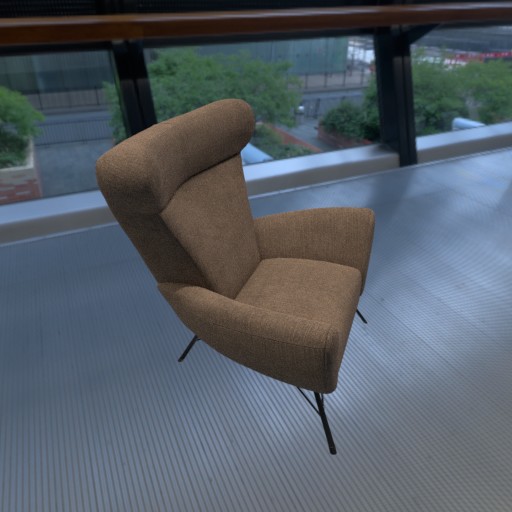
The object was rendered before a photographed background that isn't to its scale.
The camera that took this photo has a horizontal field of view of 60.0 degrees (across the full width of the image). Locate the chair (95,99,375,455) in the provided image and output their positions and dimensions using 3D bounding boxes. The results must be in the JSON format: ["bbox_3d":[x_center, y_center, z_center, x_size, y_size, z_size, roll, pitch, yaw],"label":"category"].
[{"bbox_3d":[0.000,0.000,1.778,0.900,1.040,0.980,10,32,17],"label":"chair"}]
